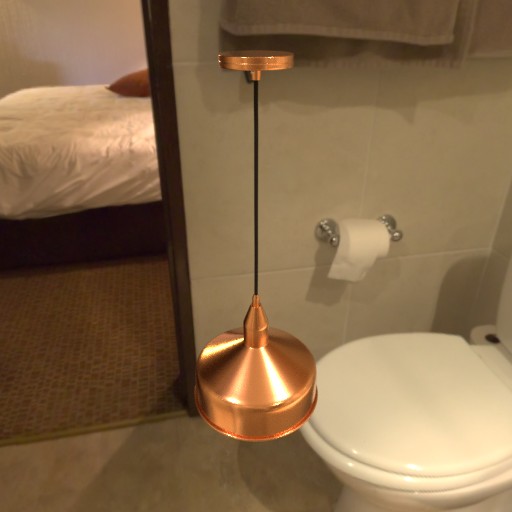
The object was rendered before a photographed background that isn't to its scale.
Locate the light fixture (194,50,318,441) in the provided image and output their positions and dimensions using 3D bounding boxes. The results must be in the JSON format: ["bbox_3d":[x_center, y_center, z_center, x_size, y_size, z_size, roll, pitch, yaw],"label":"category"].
[{"bbox_3d":[0.000,0.000,0.904,0.301,0.754,0.301,23,36,35],"label":"light fixture"}]
